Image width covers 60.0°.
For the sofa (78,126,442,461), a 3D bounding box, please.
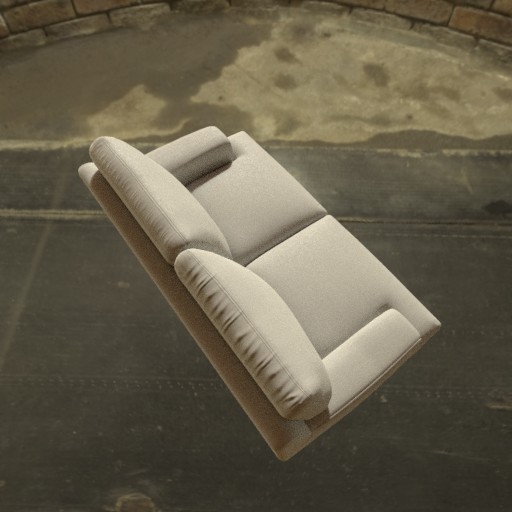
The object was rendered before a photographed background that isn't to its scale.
[{"bbox_3d":[0.000,0.000,2.496,1.143,0.940,1.880,-32,64,-18],"label":"sofa"}]
